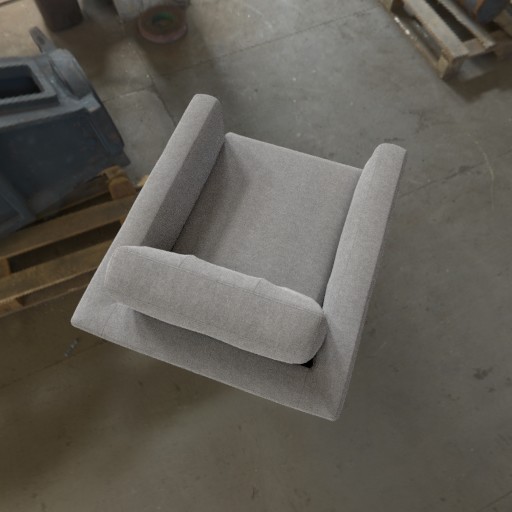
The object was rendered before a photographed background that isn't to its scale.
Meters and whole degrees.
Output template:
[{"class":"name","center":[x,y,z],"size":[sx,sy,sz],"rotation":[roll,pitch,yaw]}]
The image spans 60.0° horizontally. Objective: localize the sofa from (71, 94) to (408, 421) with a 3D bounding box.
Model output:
[{"class":"sofa","center":[0.000,0.000,1.507],"size":[0.770,0.860,0.920],"rotation":[18,65,8]}]
